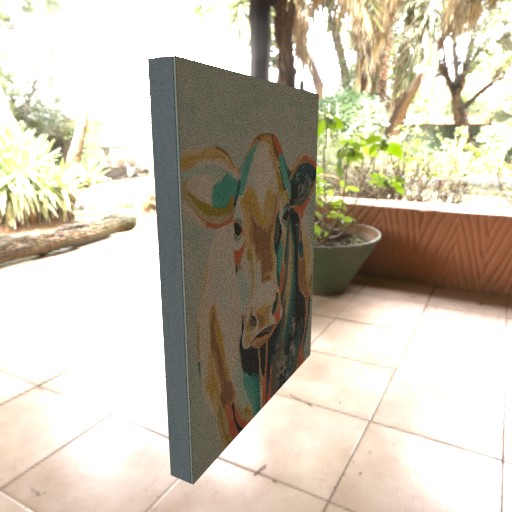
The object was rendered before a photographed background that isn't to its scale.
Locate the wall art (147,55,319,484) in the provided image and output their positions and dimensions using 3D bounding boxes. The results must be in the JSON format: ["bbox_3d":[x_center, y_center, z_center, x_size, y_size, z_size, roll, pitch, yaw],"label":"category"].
[{"bbox_3d":[0.000,0.000,0.687,0.037,0.509,0.409,8,16,27],"label":"wall art"}]
